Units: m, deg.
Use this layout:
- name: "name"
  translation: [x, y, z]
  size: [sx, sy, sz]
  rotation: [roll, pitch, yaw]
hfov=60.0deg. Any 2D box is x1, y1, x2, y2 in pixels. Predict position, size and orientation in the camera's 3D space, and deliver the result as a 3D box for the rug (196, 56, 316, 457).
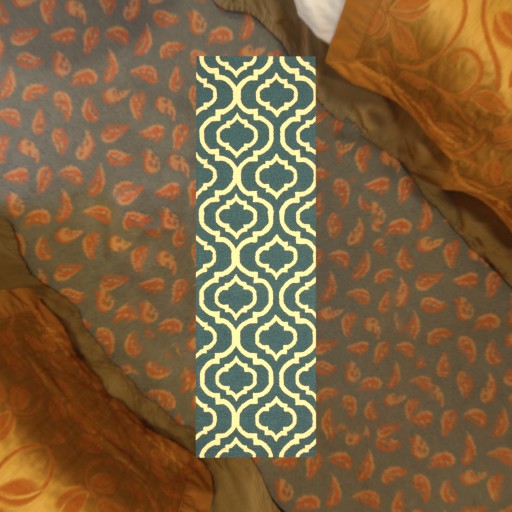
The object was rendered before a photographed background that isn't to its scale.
- name: "rug"
  translation: [0.000, 0.000, 2.540]
  size: [0.685, 0.006, 2.296]
  rotation: [0, 90, -1]
